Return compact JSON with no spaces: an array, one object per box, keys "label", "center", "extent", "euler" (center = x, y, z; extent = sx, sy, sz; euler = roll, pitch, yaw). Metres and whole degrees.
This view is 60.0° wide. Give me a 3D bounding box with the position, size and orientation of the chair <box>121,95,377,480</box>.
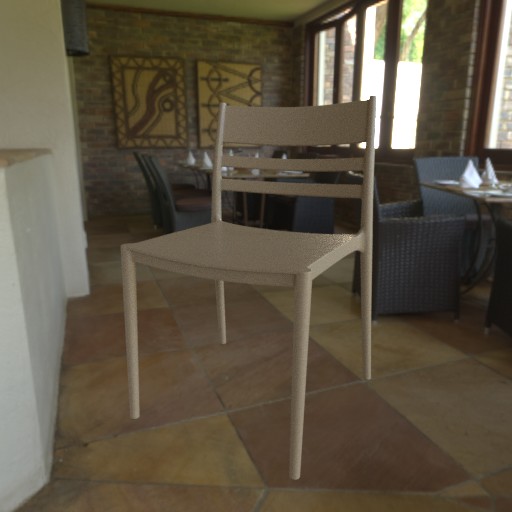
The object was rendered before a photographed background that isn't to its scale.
[{"label":"chair","center":[0.000,0.000,1.147],"extent":[0.531,0.800,0.511],"euler":[8,16,27]}]
